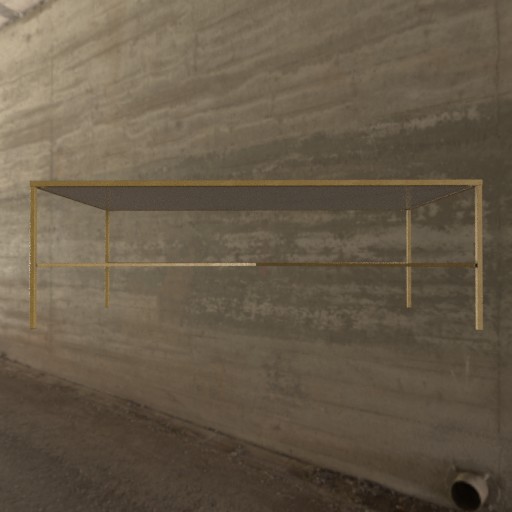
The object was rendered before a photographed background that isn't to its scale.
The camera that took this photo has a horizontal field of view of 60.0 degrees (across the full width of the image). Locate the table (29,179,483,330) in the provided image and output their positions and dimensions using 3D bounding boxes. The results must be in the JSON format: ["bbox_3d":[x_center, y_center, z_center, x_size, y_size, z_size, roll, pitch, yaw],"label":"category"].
[{"bbox_3d":[0.000,0.000,1.468,1.206,0.398,0.580,0,-1,1],"label":"table"}]
